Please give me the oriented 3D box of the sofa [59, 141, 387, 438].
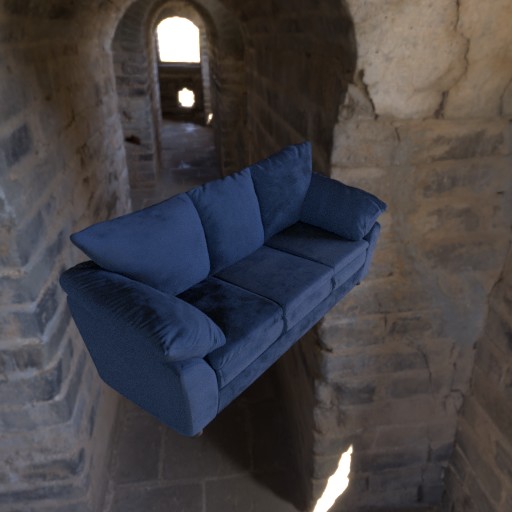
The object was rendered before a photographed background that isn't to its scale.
[{"bbox_3d":[0.000,0.000,2.954,0.907,1.091,2.390,19,33,32],"label":"sofa"}]
